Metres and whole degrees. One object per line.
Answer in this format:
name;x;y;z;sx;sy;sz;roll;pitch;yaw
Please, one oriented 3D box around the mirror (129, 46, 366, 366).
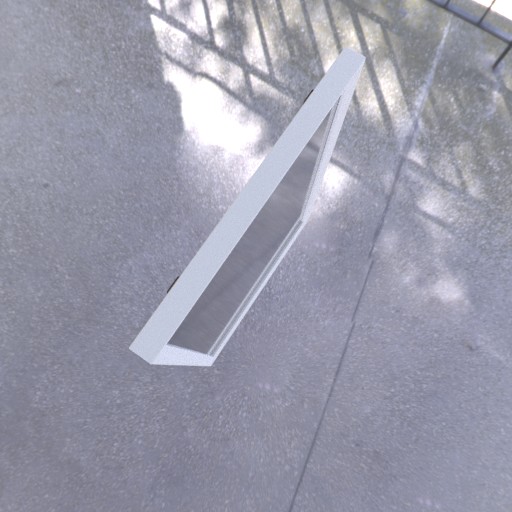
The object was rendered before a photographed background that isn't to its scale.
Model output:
mirror;0.000;0.000;0.923;0.039;0.710;0.507;33;78;8
